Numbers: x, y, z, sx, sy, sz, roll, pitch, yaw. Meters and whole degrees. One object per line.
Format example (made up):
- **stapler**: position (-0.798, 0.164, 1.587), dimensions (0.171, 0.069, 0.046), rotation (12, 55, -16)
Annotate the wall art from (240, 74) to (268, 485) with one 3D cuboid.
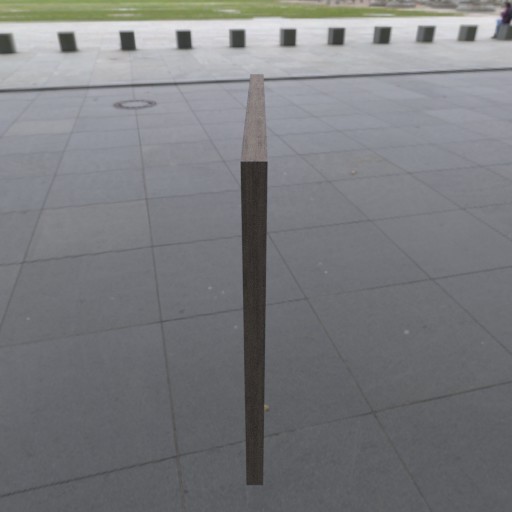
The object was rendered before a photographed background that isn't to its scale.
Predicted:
- **wall art**: position (0.000, 0.000, 1.142), dimensions (0.038, 0.762, 0.762), rotation (0, 31, 0)
